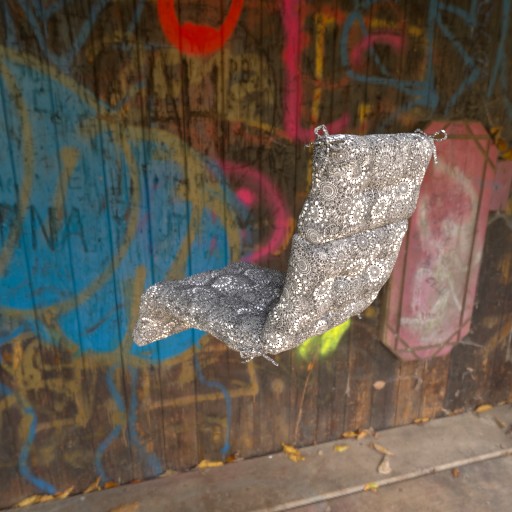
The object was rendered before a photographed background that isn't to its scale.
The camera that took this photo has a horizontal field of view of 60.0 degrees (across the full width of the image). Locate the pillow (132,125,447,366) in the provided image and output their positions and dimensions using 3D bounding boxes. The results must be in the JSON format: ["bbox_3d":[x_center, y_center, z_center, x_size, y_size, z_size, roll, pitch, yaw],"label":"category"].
[{"bbox_3d":[0.000,0.000,1.523,0.526,0.863,1.016,-15,22,-42],"label":"pillow"}]
